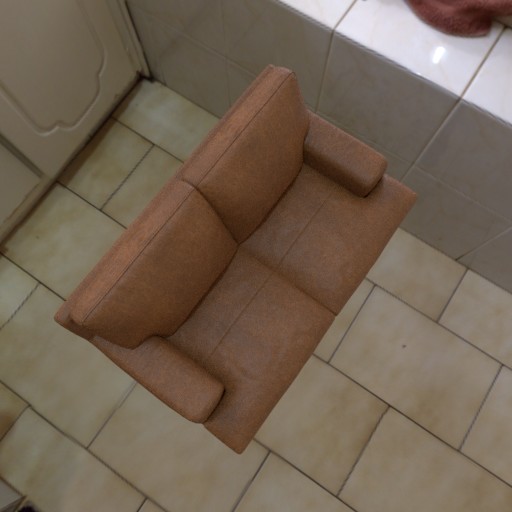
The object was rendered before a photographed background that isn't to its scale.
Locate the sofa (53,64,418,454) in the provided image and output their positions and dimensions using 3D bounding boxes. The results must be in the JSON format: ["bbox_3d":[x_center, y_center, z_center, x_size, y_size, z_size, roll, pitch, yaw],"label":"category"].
[{"bbox_3d":[0.000,0.000,2.518,1.144,0.966,1.880,35,78,9],"label":"sofa"}]
